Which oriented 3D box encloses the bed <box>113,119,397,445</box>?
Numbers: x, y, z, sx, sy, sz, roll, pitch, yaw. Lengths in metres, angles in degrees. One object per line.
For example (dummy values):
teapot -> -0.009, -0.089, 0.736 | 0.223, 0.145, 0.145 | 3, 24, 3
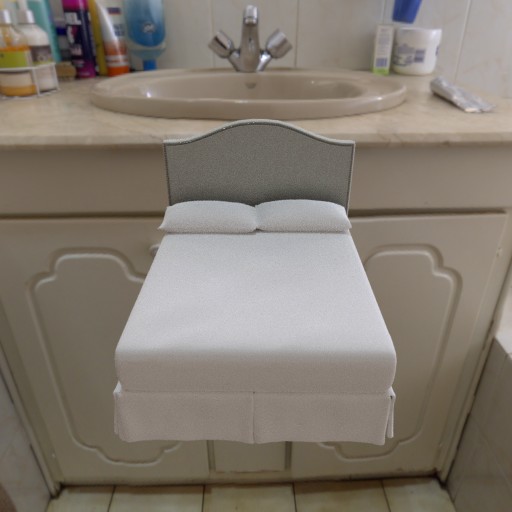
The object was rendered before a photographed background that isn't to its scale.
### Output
bed -> 0.000, 0.000, 3.395 | 1.813, 1.607, 2.180 | 0, 29, 1
